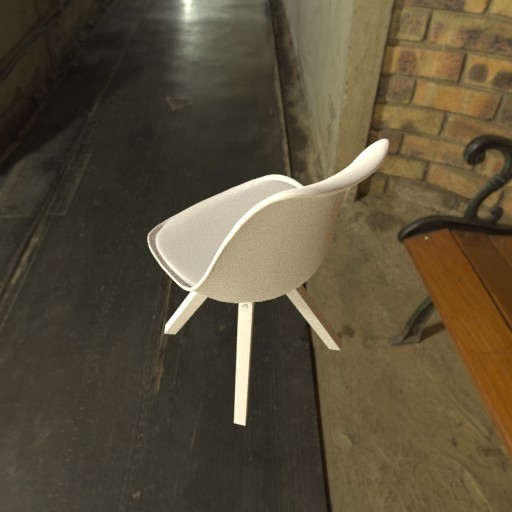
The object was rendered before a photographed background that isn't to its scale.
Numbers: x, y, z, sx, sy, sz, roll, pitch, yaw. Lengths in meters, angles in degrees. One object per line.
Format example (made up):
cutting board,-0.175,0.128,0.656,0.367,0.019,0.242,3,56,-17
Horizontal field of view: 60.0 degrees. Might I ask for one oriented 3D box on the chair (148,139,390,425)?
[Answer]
chair,0.000,0.000,1.199,0.485,0.850,0.550,-30,53,-26
